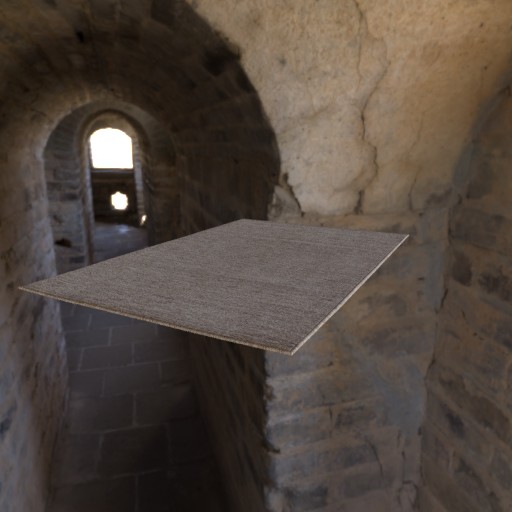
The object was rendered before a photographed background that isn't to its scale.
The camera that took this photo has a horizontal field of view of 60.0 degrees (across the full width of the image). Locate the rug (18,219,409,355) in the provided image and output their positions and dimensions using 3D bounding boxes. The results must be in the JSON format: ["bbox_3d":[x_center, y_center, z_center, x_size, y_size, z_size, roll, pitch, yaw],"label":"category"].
[{"bbox_3d":[0.000,0.000,2.293,1.211,0.018,1.822,8,17,27],"label":"rug"}]
